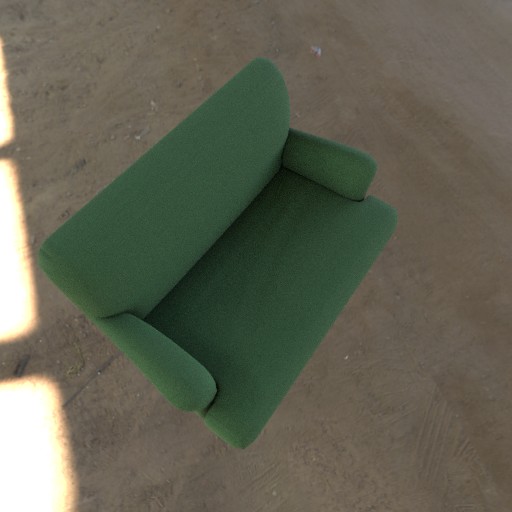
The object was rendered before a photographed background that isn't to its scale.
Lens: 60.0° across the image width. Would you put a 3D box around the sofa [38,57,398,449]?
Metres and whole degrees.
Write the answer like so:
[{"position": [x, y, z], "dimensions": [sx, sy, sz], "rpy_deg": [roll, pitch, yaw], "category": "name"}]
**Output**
[{"position": [0.000, 0.000, 1.793], "dimensions": [0.779, 0.889, 1.297], "rpy_deg": [31, 63, 18], "category": "sofa"}]
